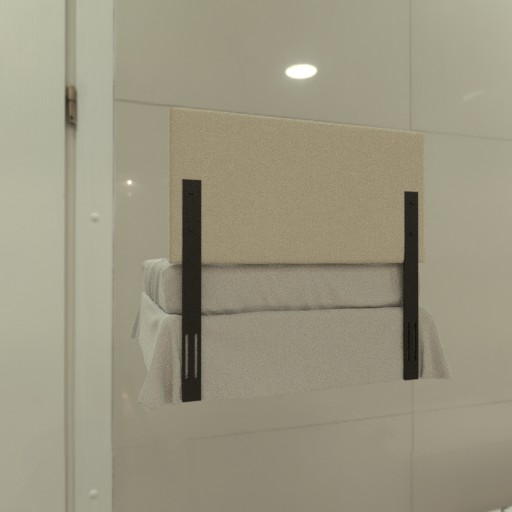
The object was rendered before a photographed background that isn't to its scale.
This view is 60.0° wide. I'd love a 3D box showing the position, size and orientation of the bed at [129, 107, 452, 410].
[{"bbox_3d":[0.000,0.000,3.556,1.936,1.577,2.222,0,0,-18],"label":"bed"}]
